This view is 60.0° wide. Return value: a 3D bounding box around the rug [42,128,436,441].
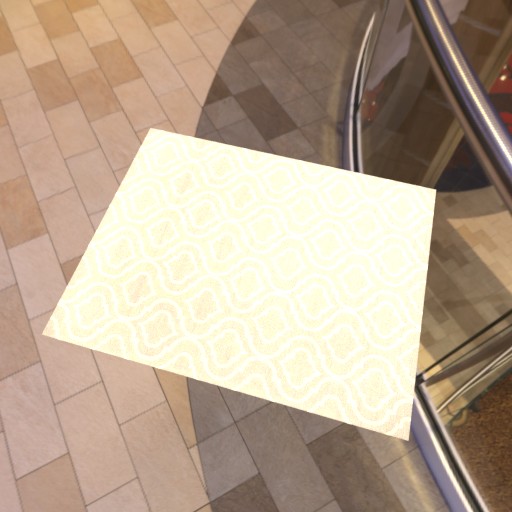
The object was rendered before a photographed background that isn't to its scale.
[{"bbox_3d":[0.000,0.000,3.854,2.892,0.006,2.283,14,63,7],"label":"rug"}]
